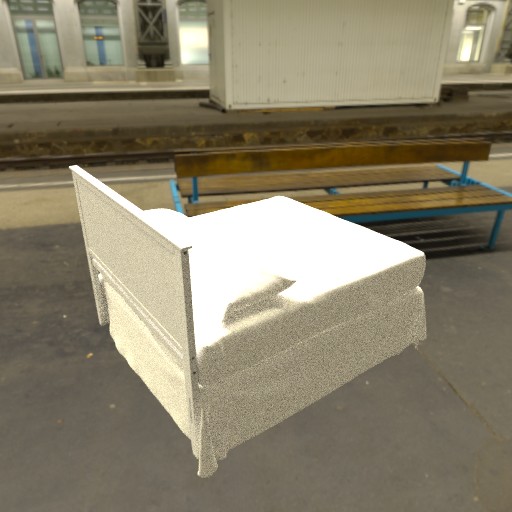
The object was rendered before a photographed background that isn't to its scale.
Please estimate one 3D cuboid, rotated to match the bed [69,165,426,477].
[{"bbox_3d":[0.000,0.000,3.220,2.047,1.269,1.876,-18,31,-32],"label":"bed"}]
